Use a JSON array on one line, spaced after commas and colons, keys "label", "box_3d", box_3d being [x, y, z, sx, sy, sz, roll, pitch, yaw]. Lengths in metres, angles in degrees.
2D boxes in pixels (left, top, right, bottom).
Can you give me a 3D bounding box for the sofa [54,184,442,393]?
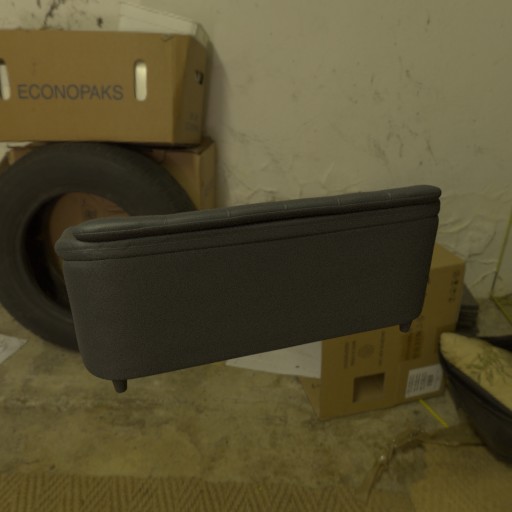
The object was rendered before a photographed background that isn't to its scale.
[{"label": "sofa", "box_3d": [0.000, 0.000, 2.269, 1.829, 0.811, 0.800, -8, 27, -16]}]
